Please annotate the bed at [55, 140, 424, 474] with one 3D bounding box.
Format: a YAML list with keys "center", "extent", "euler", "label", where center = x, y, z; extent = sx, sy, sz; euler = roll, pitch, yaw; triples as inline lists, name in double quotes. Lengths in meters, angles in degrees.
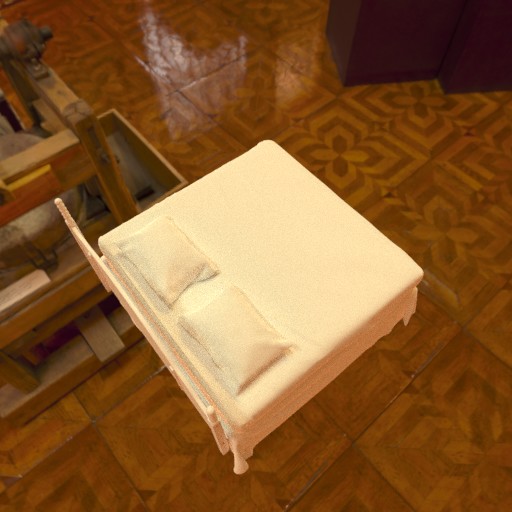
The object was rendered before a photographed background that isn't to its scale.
- center: [0.000, 0.000, 3.697]
  extent: [2.219, 1.355, 2.322]
  euler: [-34, 64, -19]
  label: "bed"
